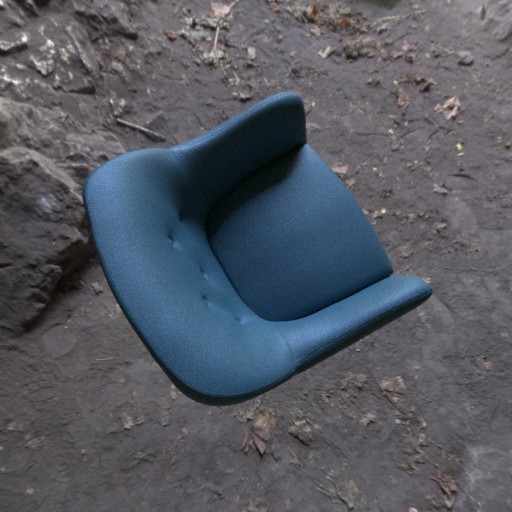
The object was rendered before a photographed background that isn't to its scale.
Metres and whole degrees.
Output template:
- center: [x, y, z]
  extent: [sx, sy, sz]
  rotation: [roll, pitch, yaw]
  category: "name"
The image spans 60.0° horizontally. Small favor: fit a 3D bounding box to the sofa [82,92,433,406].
- center: [0.000, 0.000, 1.536]
  extent: [0.825, 0.817, 0.836]
  rotation: [-29, 77, -8]
  category: "sofa"
